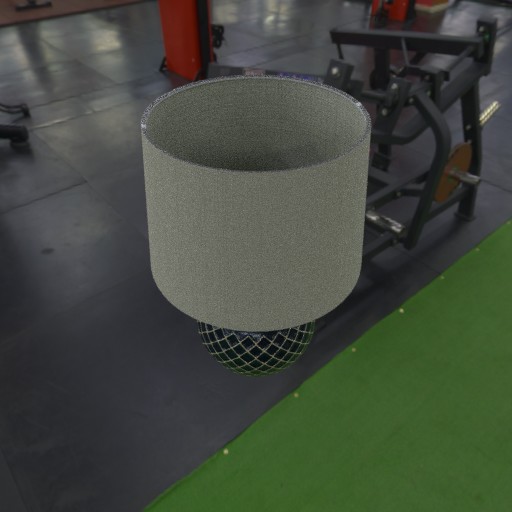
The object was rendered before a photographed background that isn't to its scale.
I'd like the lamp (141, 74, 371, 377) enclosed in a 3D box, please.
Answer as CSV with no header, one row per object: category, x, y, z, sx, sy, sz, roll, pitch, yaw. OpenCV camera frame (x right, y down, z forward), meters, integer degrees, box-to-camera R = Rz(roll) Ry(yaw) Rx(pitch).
lamp,0.000,0.000,0.813,0.376,0.540,0.376,0,41,0
